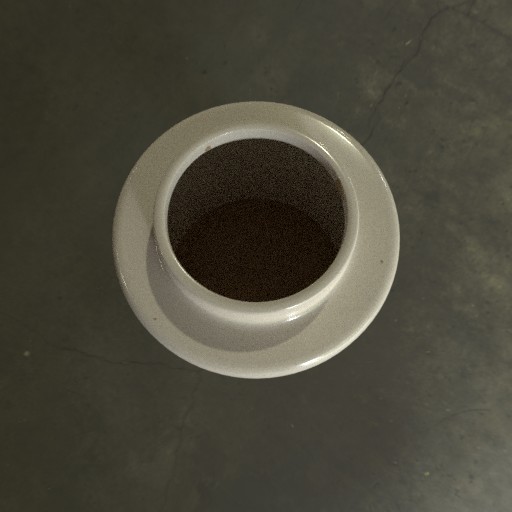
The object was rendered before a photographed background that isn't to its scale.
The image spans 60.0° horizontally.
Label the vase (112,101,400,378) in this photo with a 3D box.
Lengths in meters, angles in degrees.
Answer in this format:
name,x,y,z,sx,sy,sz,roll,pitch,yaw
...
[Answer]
name,x,y,z,sx,sy,sz,roll,pitch,yaw
vase,0.000,0.000,0.289,0.153,0.167,0.153,0,75,0
